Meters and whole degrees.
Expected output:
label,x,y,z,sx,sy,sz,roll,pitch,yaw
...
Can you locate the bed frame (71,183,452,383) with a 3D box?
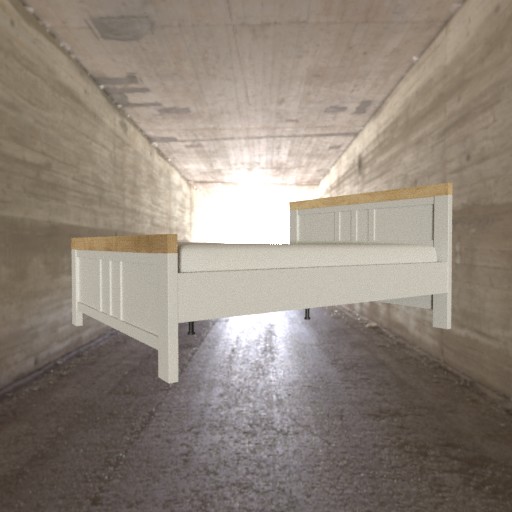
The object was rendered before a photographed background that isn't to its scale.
label,x,y,z,sx,sy,sz,roll,pitch,yaw
bed frame,0.000,0.000,3.072,2.050,0.980,1.670,-1,2,-35
